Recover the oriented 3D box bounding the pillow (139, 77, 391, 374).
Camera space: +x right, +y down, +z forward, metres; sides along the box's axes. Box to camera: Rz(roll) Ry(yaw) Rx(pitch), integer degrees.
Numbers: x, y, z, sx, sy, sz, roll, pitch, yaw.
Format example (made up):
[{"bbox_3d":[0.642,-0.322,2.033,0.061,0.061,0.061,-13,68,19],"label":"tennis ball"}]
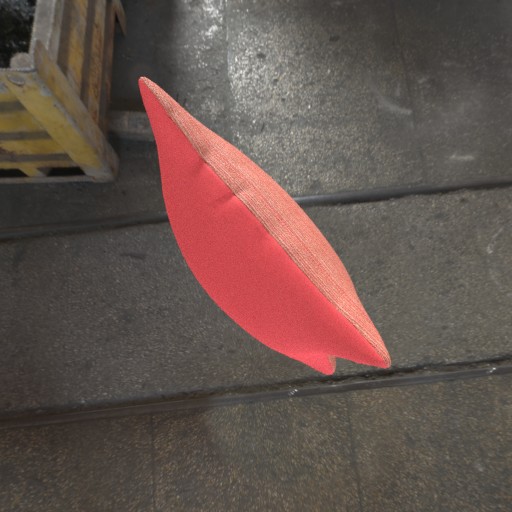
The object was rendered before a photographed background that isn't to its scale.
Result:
[{"bbox_3d":[0.000,0.000,0.839,0.229,0.501,0.559,-38,79,-9],"label":"pillow"}]
